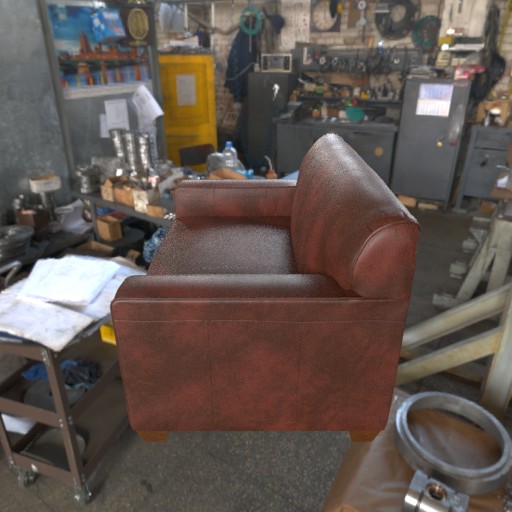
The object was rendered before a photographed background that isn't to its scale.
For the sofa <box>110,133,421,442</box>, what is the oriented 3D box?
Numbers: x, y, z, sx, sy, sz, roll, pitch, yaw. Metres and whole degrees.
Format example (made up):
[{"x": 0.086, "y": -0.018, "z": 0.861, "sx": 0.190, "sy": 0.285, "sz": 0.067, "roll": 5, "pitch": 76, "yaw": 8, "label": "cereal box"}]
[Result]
[{"x": 0.000, "y": 0.000, "z": 2.073, "sx": 1.000, "sy": 0.956, "sz": 1.413, "roll": 0, "pitch": 26, "yaw": 0, "label": "sofa"}]
